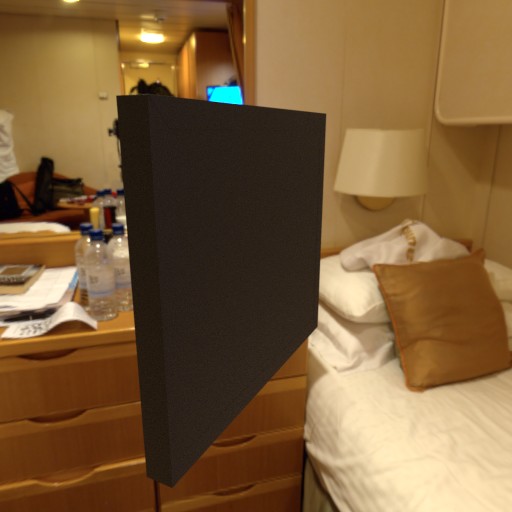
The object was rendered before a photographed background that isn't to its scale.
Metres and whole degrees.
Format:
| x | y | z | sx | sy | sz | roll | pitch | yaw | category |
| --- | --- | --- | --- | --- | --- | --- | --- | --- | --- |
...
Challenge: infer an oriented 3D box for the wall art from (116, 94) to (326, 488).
| x | y | z | sx | sy | sz | roll | pitch | yaw | category |
| --- | --- | --- | --- | --- | --- | --- | --- | --- | --- |
| 0.000 | 0.000 | 0.518 | 0.029 | 0.330 | 0.381 | 8 | 17 | 26 | wall art |
